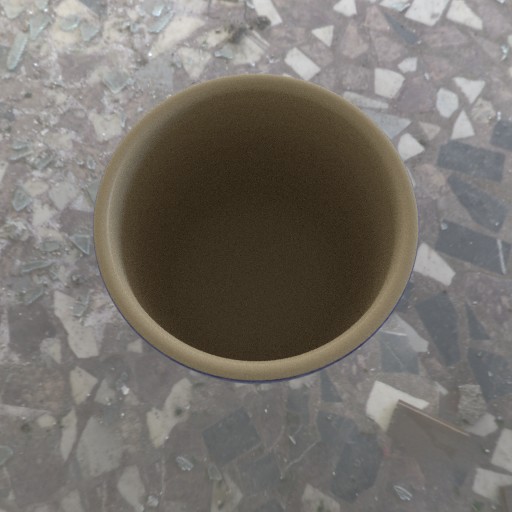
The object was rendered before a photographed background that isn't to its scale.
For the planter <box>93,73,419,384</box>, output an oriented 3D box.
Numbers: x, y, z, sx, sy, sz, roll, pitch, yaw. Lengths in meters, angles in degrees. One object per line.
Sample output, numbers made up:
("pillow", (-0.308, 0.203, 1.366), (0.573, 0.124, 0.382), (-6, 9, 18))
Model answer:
("planter", (0.000, 0.000, 0.199), (0.109, 0.112, 0.109), (0, 75, 0))
